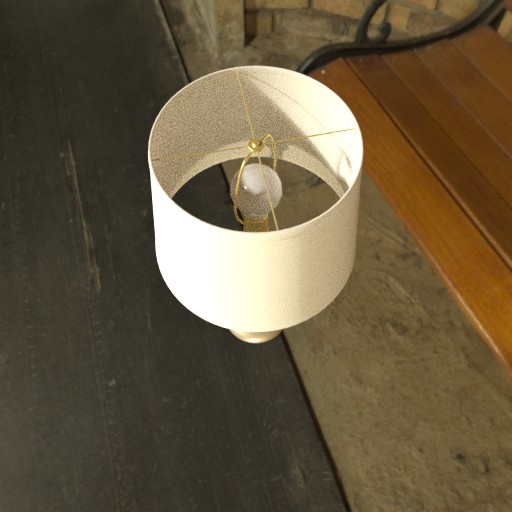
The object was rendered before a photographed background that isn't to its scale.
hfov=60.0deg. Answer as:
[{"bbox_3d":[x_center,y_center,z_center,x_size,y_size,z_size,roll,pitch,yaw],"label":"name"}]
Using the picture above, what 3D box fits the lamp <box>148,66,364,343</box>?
[{"bbox_3d":[0.000,0.000,0.798,0.328,0.612,0.328,0,64,0],"label":"lamp"}]
